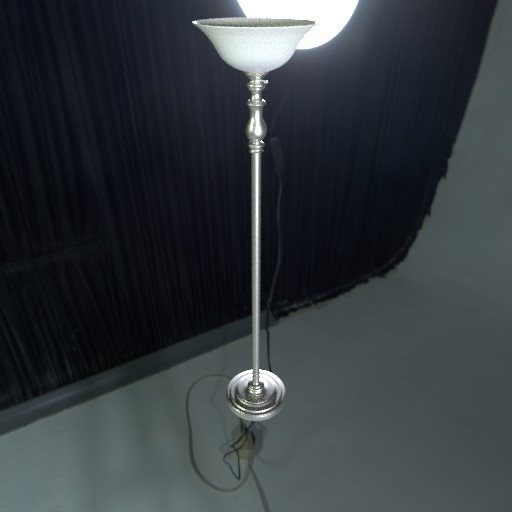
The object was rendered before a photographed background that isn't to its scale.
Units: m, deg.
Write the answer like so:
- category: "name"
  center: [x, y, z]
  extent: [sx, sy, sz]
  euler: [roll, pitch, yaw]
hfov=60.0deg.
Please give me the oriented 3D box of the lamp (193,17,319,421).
- category: "lamp"
  center: [0.000, 0.000, 1.890]
  extent: [0.405, 1.771, 0.405]
  euler: [-20, 37, -29]
